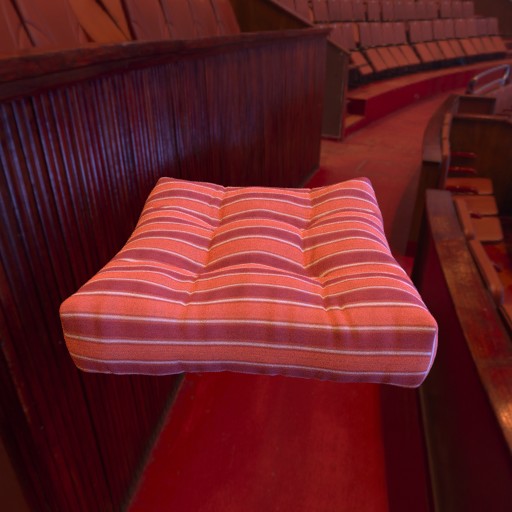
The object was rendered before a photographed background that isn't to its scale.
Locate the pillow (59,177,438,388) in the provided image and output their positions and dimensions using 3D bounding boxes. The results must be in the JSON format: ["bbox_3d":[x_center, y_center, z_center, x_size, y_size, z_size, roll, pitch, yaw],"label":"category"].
[{"bbox_3d":[0.000,0.000,0.736,0.468,0.133,0.490,2,29,3],"label":"pillow"}]
